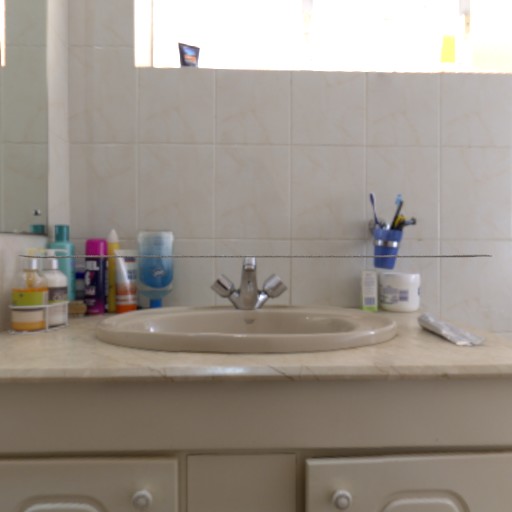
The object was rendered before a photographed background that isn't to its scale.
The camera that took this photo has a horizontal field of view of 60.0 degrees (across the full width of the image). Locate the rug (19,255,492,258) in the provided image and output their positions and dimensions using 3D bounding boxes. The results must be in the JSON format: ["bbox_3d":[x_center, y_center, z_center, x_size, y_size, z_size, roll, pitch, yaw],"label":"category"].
[{"bbox_3d":[0.000,0.000,2.302,1.828,0.019,1.209,0,0,1],"label":"rug"}]
